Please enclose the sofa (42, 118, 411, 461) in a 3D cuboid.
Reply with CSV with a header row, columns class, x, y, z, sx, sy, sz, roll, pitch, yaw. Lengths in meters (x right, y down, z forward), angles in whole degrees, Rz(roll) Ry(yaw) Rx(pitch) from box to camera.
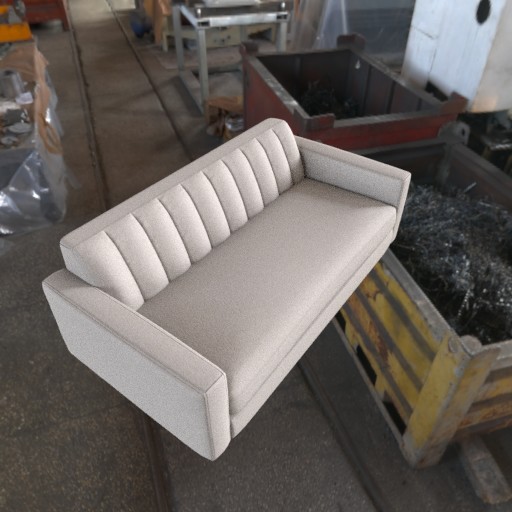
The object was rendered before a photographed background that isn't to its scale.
class,x,y,z,sx,sy,sz,roll,pitch,yaw
sofa,0.000,0.000,2.426,0.969,0.814,1.895,26,47,27
